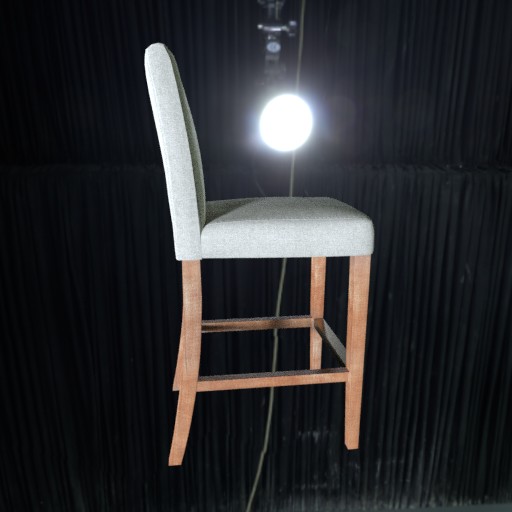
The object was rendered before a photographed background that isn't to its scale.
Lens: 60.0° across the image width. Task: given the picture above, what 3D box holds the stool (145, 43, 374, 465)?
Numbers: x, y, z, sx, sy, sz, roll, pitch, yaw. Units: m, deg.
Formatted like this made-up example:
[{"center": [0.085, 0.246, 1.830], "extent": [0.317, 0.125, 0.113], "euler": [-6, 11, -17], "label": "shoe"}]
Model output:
[{"center": [0.000, 0.000, 1.330], "extent": [0.570, 1.088, 0.439], "euler": [-2, 16, -8], "label": "stool"}]
